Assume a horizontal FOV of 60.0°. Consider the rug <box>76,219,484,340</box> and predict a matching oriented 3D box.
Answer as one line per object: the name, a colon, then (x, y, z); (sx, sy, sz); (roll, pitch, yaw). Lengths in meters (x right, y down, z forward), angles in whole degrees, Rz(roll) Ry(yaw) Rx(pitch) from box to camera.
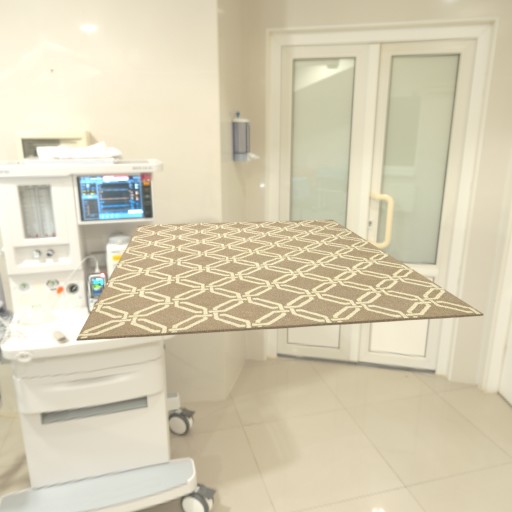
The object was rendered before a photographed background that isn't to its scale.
rug: (0.000, 0.000, 3.816); (2.288, 0.018, 2.895); (-2, 16, -8)
